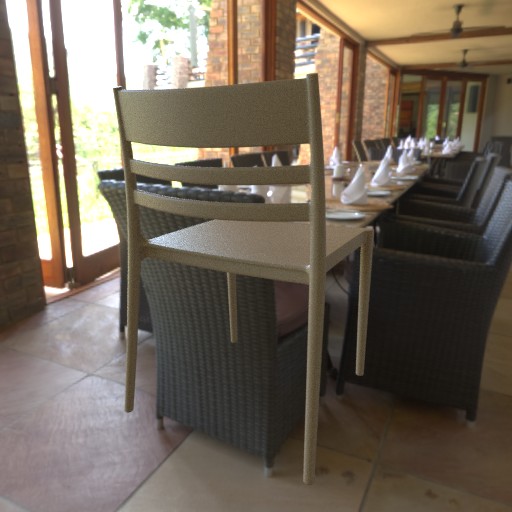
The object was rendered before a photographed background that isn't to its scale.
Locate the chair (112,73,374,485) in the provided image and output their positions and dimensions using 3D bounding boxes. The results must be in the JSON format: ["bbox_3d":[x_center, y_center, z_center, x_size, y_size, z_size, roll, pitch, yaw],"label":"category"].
[{"bbox_3d":[0.000,0.000,1.131,0.531,0.800,0.511,8,18,28],"label":"chair"}]
